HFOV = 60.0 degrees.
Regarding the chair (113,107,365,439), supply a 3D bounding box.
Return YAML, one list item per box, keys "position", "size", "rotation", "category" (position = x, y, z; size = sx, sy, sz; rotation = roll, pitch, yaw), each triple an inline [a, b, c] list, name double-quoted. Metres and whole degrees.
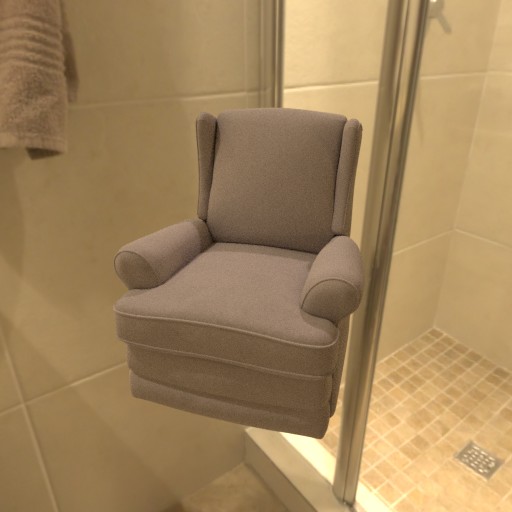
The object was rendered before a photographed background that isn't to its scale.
- position: [0.000, 0.000, 1.733]
  size: [0.847, 1.011, 0.969]
  rotation: [7, 27, 15]
  category: "chair"
